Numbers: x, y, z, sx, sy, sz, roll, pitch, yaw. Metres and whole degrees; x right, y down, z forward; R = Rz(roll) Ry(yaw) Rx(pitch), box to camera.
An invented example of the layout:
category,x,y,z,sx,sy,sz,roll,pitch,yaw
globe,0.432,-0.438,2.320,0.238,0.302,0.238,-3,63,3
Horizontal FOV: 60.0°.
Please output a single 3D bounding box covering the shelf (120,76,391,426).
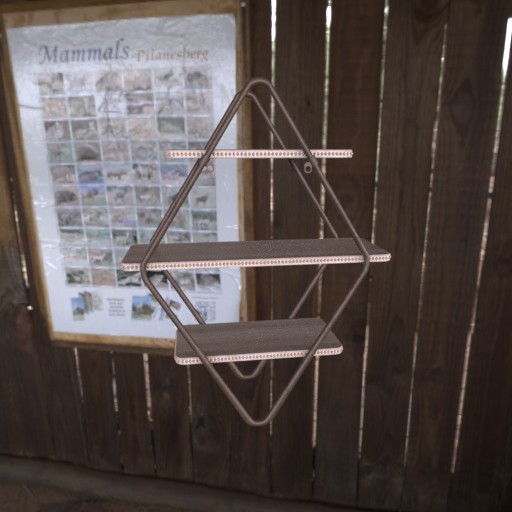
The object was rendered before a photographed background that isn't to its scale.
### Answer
category,x,y,z,sx,sy,sz,roll,pitch,yaw
shelf,0.000,0.000,1.062,0.609,0.774,0.234,-2,14,-8
